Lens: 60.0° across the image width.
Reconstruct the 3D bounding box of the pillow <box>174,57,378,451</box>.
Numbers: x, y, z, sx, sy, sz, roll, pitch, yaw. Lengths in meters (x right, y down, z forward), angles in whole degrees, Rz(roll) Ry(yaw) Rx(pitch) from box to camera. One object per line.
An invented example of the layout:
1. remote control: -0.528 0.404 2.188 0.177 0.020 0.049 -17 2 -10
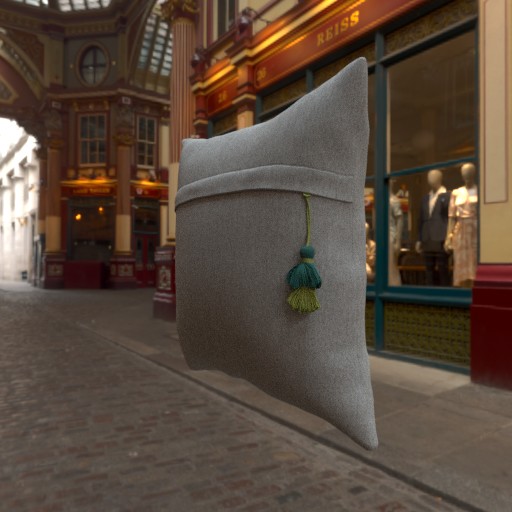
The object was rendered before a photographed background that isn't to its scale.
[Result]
1. pillow: 0.000 0.000 0.664 0.173 0.436 0.433 0 0 -36
